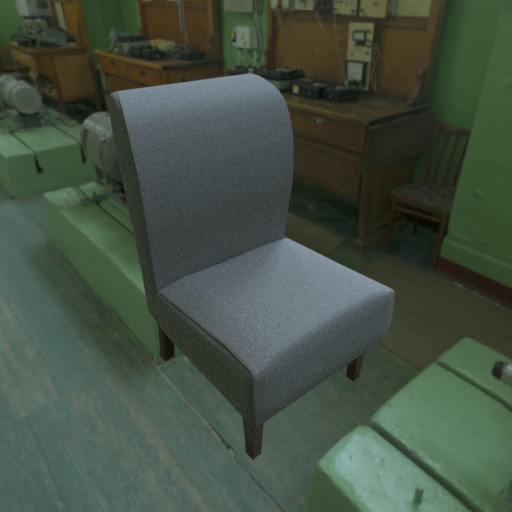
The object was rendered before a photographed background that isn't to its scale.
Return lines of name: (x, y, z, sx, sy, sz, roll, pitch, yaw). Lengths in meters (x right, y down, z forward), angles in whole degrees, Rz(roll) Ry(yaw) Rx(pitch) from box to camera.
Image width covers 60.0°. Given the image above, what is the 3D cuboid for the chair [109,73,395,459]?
chair: (0.000, 0.000, 1.182, 0.513, 0.804, 0.592, -24, 39, -34)
